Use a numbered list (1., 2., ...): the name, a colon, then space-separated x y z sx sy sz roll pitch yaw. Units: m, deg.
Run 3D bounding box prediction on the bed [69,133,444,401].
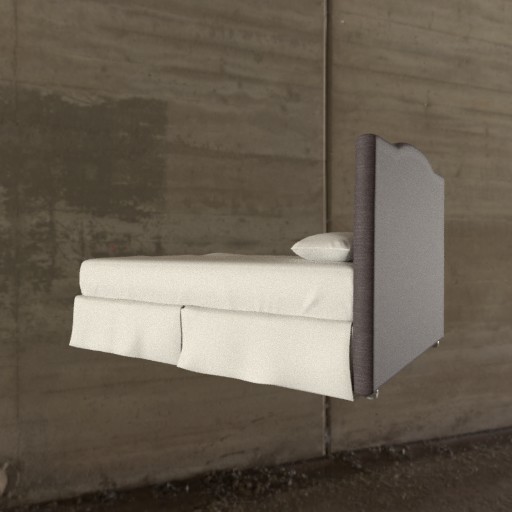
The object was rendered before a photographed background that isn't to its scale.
1. bed: 0.000 0.000 3.557 2.507 1.441 1.741 1 1 34
